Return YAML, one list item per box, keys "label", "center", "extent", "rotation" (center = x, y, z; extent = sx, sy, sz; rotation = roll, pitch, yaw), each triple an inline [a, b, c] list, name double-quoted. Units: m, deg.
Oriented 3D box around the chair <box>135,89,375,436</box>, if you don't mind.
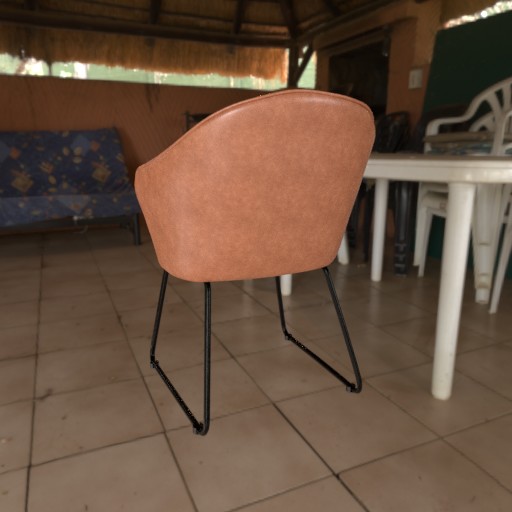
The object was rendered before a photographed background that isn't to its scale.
- label: "chair"
  center: [0.000, 0.000, 1.195]
  extent: [0.582, 0.785, 0.580]
  rotation: [-7, 16, -25]
